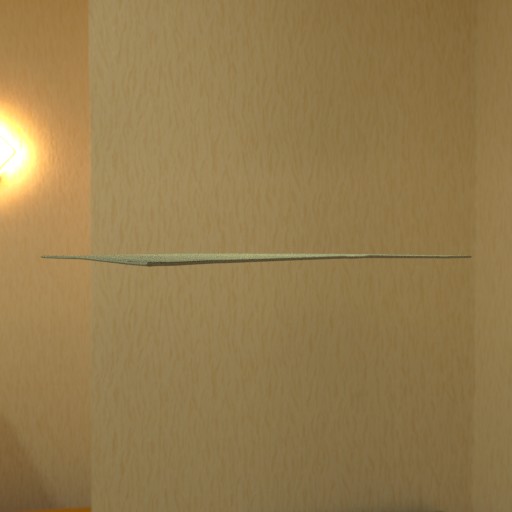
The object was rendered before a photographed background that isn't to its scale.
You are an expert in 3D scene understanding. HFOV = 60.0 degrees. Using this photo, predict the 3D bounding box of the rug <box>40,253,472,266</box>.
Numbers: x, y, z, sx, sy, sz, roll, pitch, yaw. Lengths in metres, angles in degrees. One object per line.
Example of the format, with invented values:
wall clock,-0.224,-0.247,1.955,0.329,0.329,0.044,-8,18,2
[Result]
rug,0.000,0.000,4.158,3.237,0.046,2.461,-1,1,-37
